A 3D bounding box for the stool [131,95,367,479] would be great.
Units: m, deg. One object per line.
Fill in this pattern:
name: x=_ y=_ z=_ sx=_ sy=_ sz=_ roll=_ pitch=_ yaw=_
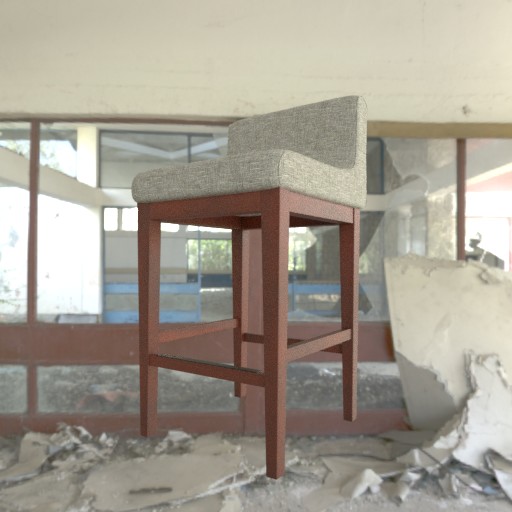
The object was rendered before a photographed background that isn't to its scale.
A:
stool: x=0.000 y=0.000 z=1.097 sx=0.417 sy=0.835 sz=0.459 roll=-1 pitch=-1 yaw=34
